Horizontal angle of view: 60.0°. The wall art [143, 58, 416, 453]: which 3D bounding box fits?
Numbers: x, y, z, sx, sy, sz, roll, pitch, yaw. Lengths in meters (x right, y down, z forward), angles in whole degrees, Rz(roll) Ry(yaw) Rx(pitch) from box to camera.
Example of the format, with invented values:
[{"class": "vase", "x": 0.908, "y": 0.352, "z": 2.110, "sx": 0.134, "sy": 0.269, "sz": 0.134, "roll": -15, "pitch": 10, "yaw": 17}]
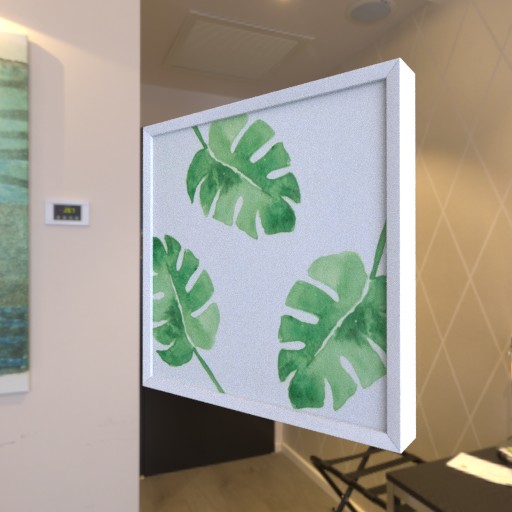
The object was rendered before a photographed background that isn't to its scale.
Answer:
[{"class": "wall art", "x": 0.000, "y": 0.000, "z": 0.447, "sx": 0.305, "sy": 0.305, "sz": 0.038, "roll": 0, "pitch": 0, "yaw": 37}]
